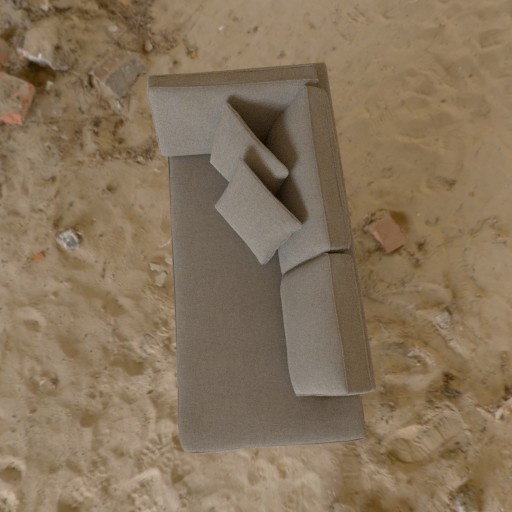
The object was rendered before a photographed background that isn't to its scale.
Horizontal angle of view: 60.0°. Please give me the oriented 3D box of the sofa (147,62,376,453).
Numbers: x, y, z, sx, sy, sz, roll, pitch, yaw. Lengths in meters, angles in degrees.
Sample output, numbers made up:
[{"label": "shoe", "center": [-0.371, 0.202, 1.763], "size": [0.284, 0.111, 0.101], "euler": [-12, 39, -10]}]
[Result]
[{"label": "sofa", "center": [0.000, 0.000, 2.746], "size": [1.110, 1.019, 2.238], "euler": [-5, 75, -1]}]
